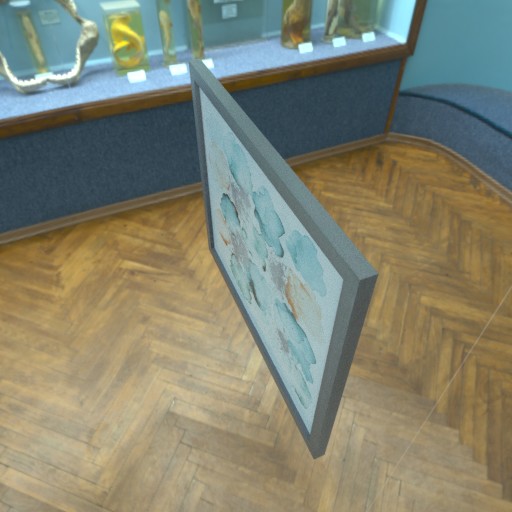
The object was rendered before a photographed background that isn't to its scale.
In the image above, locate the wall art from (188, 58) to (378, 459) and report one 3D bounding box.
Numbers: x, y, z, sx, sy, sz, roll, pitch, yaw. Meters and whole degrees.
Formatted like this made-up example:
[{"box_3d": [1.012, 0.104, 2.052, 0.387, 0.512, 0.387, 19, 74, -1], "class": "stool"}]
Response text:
[{"box_3d": [0.000, 0.000, 0.918, 0.026, 0.558, 0.660, -17, 48, -16], "class": "wall art"}]
